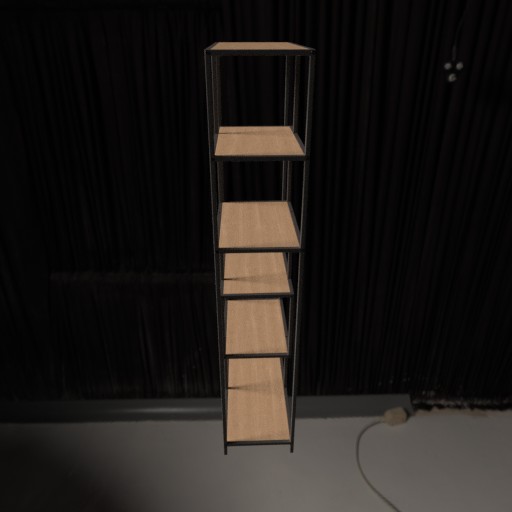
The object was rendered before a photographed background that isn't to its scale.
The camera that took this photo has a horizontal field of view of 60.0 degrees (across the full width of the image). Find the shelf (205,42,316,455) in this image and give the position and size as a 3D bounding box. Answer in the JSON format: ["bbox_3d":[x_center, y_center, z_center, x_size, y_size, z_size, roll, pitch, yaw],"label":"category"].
[{"bbox_3d":[0.000,0.000,2.153,0.350,1.850,0.770,-1,27,-2],"label":"shelf"}]
